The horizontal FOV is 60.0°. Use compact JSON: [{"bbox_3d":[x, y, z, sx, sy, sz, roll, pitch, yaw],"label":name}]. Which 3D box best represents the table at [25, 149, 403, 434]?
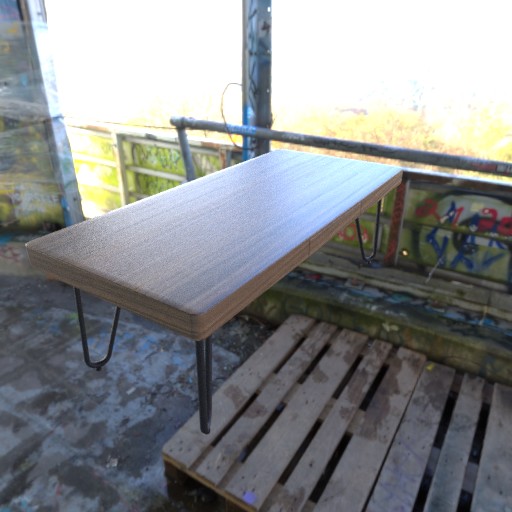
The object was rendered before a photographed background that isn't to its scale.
[{"bbox_3d":[0.000,0.000,1.678,0.637,0.468,1.375,17,31,30],"label":"table"}]
